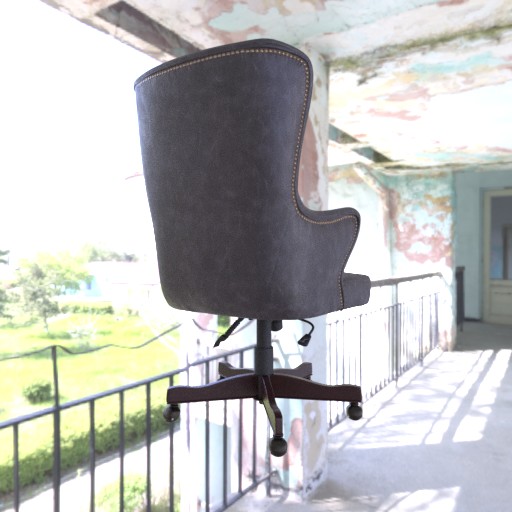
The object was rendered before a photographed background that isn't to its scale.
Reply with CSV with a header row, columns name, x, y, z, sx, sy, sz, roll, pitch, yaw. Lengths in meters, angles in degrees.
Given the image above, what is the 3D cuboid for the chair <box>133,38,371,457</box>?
name,x,y,z,sx,sy,sz,roll,pitch,yaw
chair,0.000,0.000,1.415,0.594,1.037,0.717,1,1,36
